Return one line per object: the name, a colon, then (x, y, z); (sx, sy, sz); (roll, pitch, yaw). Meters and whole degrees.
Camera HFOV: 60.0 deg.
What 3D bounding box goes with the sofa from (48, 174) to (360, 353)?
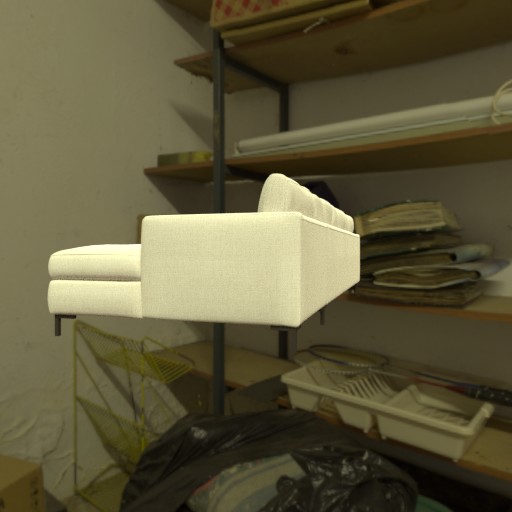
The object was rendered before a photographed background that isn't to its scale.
sofa: (0.000, 0.000, 2.894); (1.126, 0.677, 2.445); (0, 1, 18)
